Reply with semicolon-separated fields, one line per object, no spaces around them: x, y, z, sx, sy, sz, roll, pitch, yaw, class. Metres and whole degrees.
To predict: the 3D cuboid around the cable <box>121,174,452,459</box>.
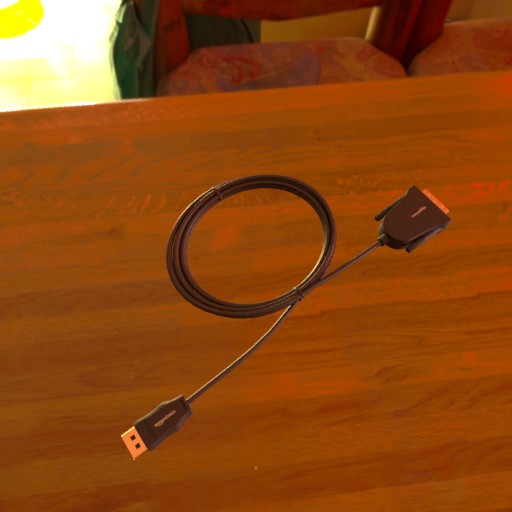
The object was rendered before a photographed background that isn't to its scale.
0.000;0.000;0.328;0.281;0.015;0.136;-34;69;-15;cable
